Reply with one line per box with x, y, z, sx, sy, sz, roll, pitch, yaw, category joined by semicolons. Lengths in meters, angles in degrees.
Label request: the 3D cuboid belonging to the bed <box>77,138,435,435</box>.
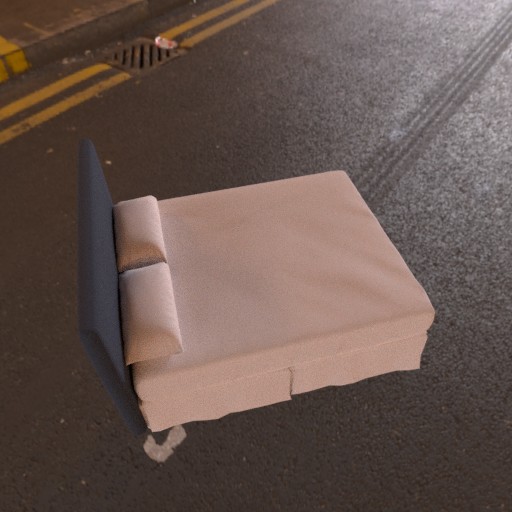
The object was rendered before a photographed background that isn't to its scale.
0.000;0.000;3.210;2.162;1.330;1.713;-11;49;-10;bed
